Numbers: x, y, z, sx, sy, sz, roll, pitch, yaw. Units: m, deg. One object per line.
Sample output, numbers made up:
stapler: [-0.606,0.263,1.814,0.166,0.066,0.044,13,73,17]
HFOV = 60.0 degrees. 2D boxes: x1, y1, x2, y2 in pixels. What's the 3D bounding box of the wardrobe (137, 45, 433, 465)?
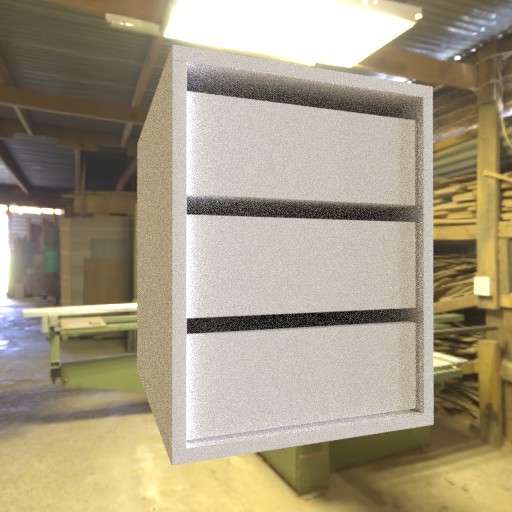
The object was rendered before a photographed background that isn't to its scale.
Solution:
wardrobe: [0.000,0.000,0.849,0.400,0.520,0.500,0,0,-20]
